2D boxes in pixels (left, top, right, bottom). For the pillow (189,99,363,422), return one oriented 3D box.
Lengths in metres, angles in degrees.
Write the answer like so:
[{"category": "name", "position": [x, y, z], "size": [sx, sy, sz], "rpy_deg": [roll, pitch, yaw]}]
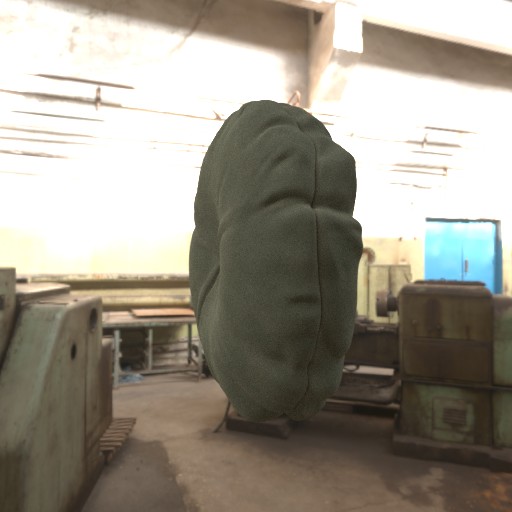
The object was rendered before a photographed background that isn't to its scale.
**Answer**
[{"category": "pillow", "position": [0.000, 0.000, 0.614], "size": [0.148, 0.407, 0.428], "rpy_deg": [0, -1, -18]}]
